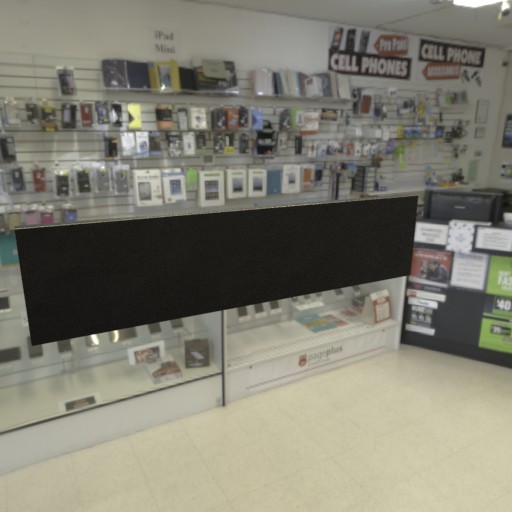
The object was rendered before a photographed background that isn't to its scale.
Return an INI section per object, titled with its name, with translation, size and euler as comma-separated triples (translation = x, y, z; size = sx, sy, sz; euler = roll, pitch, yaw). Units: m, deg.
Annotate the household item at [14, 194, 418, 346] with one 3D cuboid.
[household item]
translation = 0.000, 0.000, 1.069
size = 1.001, 0.236, 0.030
euler = -8, 17, -26
